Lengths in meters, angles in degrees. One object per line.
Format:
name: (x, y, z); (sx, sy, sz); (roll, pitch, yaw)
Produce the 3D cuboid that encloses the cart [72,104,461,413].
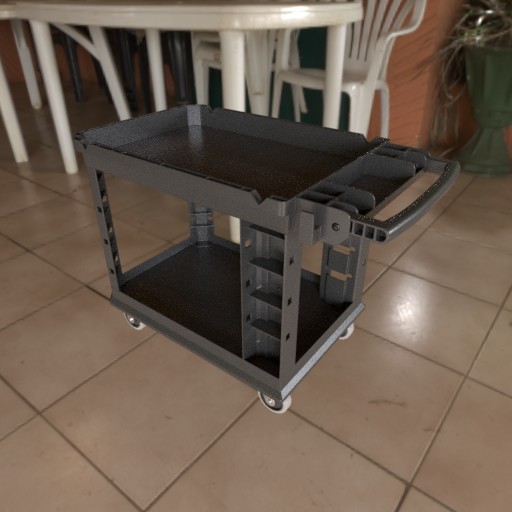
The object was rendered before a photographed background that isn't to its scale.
cart: (0.000, 0.000, 1.732); (1.239, 0.884, 0.674); (21, 37, 31)
